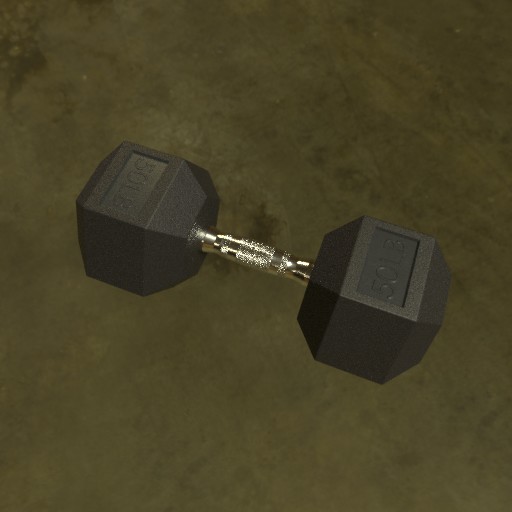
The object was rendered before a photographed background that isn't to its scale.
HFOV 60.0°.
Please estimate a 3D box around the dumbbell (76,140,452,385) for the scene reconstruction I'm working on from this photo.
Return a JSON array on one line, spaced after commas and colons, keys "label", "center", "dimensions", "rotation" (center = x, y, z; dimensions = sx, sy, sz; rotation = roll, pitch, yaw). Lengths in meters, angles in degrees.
[{"label": "dumbbell", "center": [0.000, 0.000, 0.486], "dimensions": [0.384, 0.150, 0.173], "rotation": [19, 66, 9]}]
